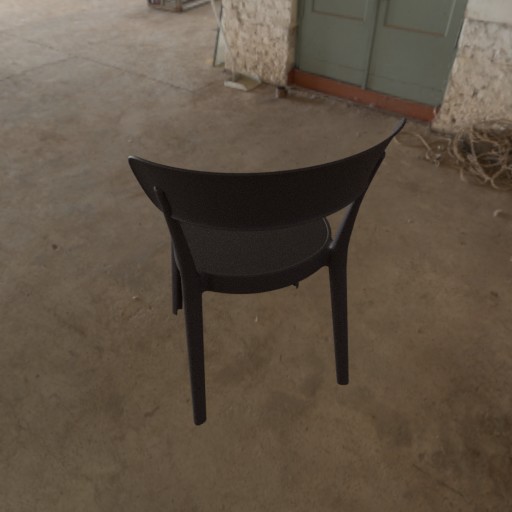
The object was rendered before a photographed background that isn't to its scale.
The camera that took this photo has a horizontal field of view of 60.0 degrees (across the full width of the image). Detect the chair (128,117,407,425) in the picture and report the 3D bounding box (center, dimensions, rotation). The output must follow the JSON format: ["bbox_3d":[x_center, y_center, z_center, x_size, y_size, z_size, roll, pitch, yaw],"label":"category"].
[{"bbox_3d":[0.000,0.000,1.112,0.506,0.790,0.491,-11,43,-12],"label":"chair"}]
